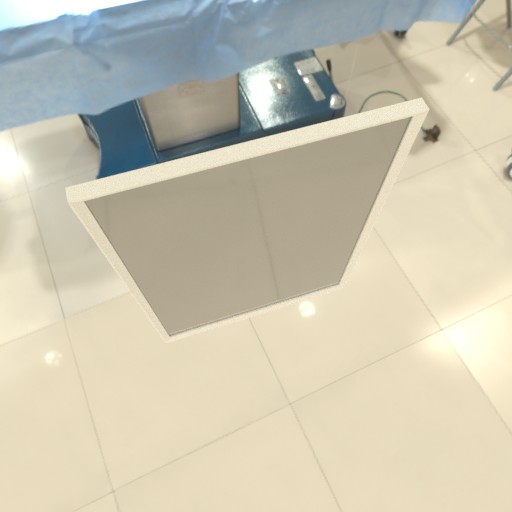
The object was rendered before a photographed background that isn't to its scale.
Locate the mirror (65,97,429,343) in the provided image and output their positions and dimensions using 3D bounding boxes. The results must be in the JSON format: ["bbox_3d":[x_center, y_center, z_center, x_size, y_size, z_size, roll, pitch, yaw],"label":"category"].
[{"bbox_3d":[0.000,0.000,1.354,0.762,1.016,0.041,-16,65,-8],"label":"mirror"}]
